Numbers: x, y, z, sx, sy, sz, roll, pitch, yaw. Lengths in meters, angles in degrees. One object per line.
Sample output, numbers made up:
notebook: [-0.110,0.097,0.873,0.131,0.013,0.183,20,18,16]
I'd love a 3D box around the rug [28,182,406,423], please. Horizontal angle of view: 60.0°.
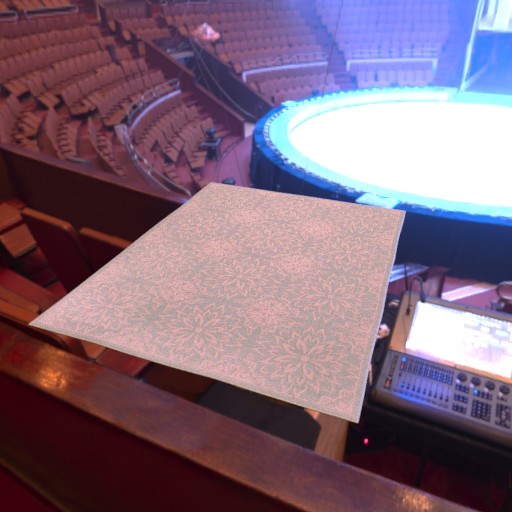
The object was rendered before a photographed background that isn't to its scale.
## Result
rug: [0.000,0.000,4.012,2.363,0.012,2.980,11,32,18]
